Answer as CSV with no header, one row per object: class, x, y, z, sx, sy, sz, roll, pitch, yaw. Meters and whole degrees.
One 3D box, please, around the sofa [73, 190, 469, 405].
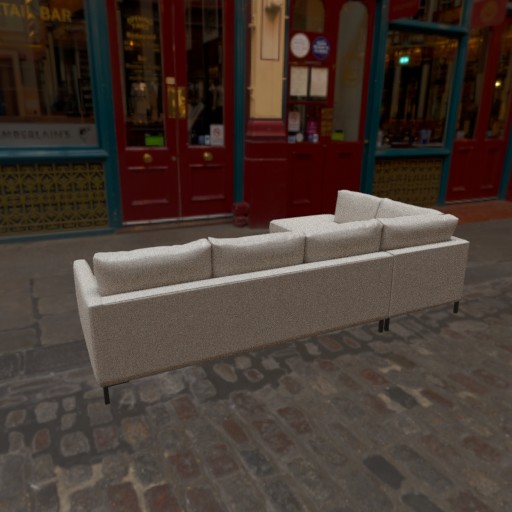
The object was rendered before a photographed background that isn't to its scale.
sofa,0.000,0.000,3.144,2.423,0.703,1.617,-8,19,-25
